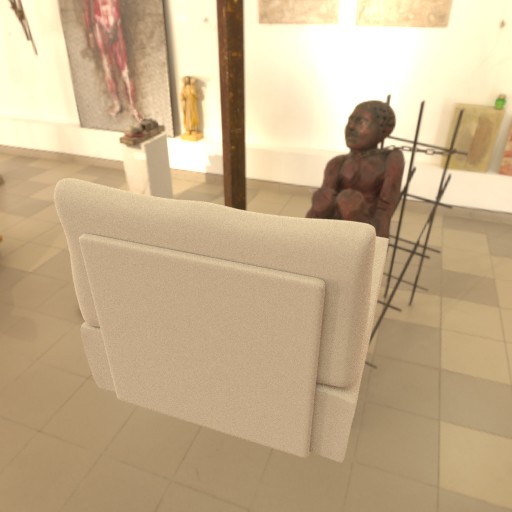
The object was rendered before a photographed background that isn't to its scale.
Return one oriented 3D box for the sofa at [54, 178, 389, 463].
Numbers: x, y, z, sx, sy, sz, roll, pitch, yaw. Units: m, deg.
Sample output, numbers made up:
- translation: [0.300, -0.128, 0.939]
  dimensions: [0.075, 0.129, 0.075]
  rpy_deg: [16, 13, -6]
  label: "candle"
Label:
- translation: [0.000, 0.000, 1.690]
  dimensions: [0.935, 0.828, 1.000]
  rpy_deg: [11, 33, 17]
  label: "sofa"
